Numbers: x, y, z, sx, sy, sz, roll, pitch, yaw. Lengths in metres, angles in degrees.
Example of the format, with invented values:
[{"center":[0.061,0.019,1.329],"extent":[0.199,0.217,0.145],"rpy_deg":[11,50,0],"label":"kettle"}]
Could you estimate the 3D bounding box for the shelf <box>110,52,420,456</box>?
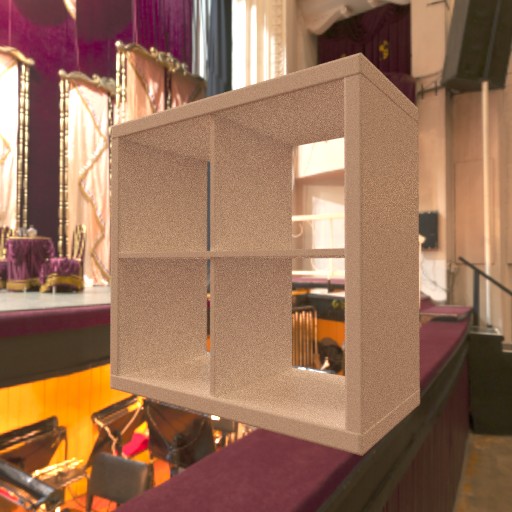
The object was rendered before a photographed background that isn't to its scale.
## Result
[{"center":[0.000,0.000,1.253],"extent":[0.790,0.786,0.390],"rpy_deg":[-1,-1,36],"label":"shelf"}]
